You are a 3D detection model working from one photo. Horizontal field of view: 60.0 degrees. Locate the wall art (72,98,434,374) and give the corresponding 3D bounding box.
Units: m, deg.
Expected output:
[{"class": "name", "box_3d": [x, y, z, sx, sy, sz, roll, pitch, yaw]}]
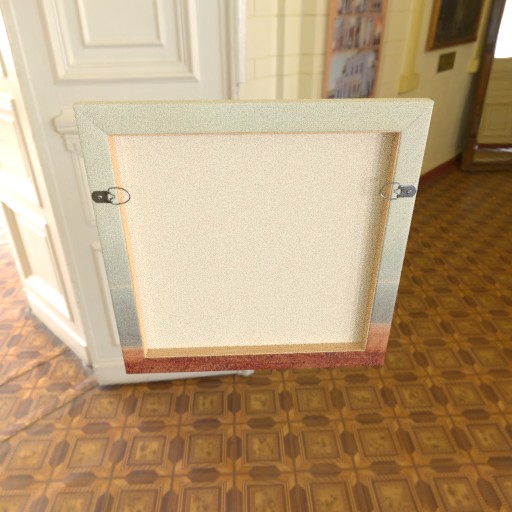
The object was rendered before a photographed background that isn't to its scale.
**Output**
[{"class": "wall art", "box_3d": [0.000, 0.000, 0.604, 0.405, 0.405, 0.023, -1, 30, -2]}]
